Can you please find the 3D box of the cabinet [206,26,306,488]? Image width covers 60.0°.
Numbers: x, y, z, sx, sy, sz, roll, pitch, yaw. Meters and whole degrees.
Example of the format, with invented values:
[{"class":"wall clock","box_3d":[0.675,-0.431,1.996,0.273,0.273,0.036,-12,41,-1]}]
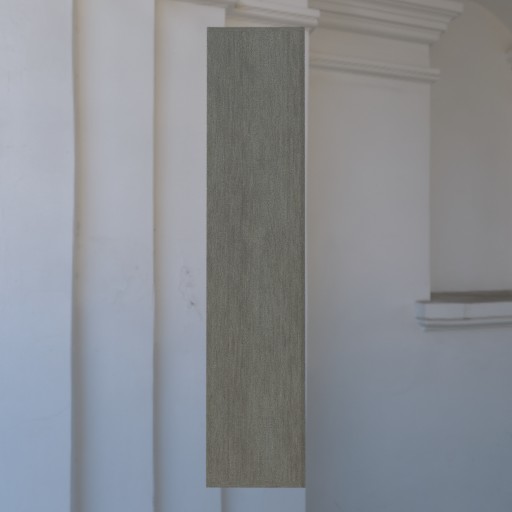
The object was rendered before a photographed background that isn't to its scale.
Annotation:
[{"class":"cabinet","box_3d":[0.000,0.000,1.481,0.300,1.400,0.270,0,-1,0]}]
